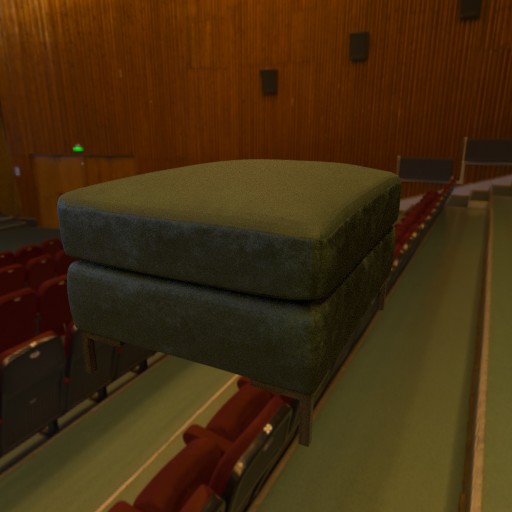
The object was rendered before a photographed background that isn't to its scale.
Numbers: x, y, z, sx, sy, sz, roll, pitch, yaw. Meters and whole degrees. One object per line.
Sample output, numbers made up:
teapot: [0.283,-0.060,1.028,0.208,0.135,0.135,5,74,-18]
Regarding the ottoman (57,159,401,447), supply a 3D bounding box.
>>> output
ottoman: [0.000,0.000,1.345,0.701,0.538,0.839,9,19,25]
